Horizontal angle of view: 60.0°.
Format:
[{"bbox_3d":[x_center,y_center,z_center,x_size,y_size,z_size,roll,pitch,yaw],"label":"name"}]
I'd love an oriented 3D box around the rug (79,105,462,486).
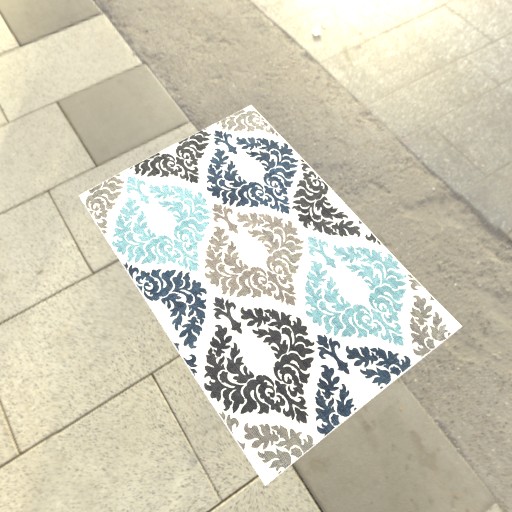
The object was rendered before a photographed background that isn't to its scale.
[{"bbox_3d":[0.000,0.000,2.956,1.514,0.014,2.275,-33,68,-15],"label":"rug"}]
